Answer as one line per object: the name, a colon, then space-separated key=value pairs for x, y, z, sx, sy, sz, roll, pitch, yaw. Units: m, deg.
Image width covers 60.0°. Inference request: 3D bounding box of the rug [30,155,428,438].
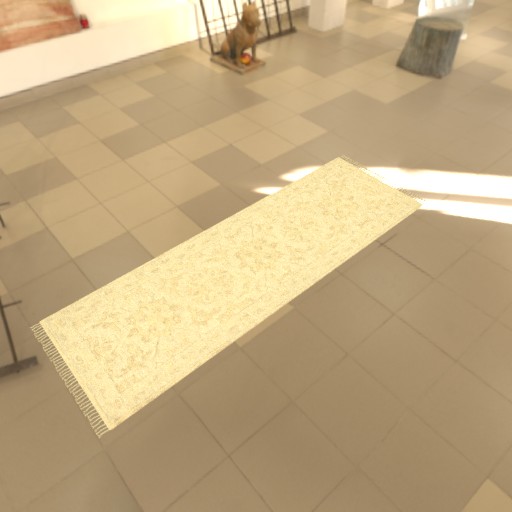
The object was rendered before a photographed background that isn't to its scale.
rug: x=0.000 y=0.000 z=2.764 sx=2.544 sy=0.015 sz=0.795 roll=-32 pitch=54 yaw=-27
